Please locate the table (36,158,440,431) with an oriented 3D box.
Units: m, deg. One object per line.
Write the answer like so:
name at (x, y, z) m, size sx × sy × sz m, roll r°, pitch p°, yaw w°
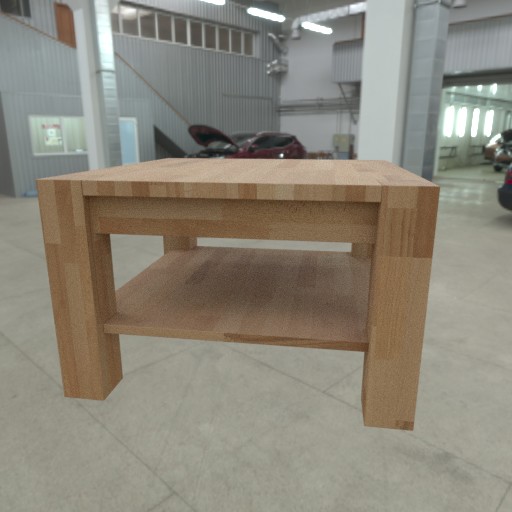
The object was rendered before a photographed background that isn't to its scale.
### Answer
table at (0.000, 0.000, 1.145) m, size 0.700 × 0.451 × 0.700 m, roll 2°, pitch 16°, yaw 9°
